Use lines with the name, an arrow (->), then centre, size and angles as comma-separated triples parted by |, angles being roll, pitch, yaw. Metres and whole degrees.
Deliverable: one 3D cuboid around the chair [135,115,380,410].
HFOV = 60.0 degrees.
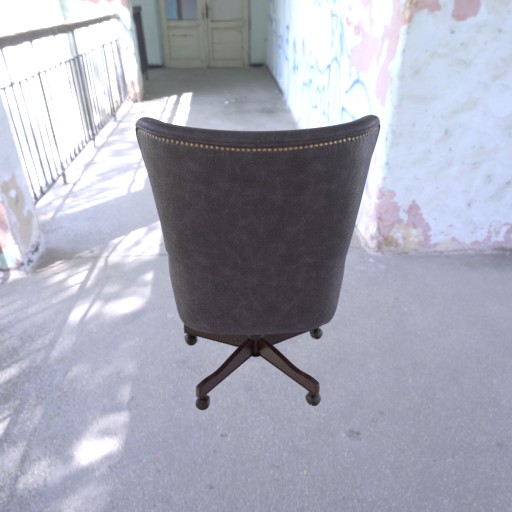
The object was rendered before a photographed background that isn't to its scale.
chair -> 0.000, 0.000, 1.477 | 0.594, 1.037, 0.717 | -1, 32, -2
